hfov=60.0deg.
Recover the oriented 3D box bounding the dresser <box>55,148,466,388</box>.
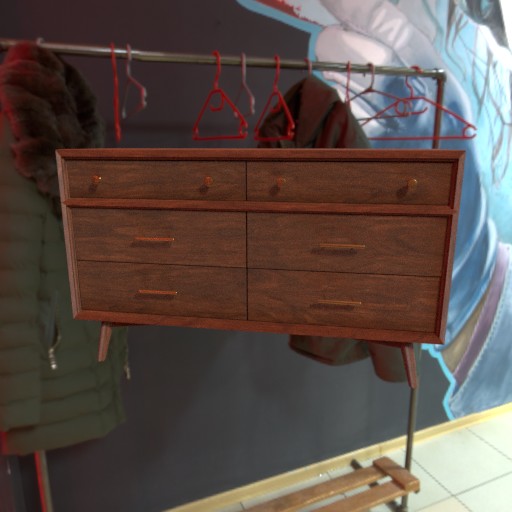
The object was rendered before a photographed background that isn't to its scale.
[{"bbox_3d":[0.000,0.000,1.896,1.472,0.889,0.500,2,14,9],"label":"dresser"}]
